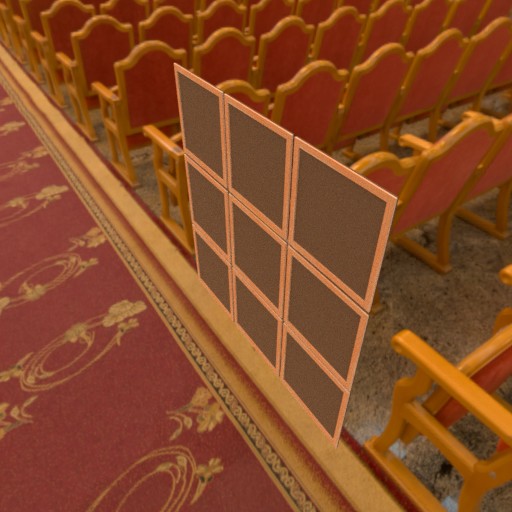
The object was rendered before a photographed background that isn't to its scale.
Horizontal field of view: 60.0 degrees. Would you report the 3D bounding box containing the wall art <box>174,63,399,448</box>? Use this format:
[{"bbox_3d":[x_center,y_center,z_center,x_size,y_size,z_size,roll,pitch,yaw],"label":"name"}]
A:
[{"bbox_3d":[0.000,0.000,2.285,0.013,1.525,1.520,-23,45,-25],"label":"wall art"}]
